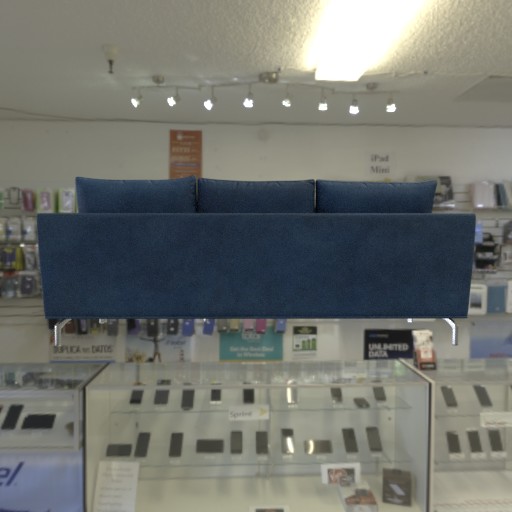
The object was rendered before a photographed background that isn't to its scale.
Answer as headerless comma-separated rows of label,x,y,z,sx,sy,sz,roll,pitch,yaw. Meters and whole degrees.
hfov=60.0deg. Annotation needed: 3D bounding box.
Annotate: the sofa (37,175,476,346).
sofa,0.000,0.000,3.252,2.438,0.987,1.622,0,1,0
